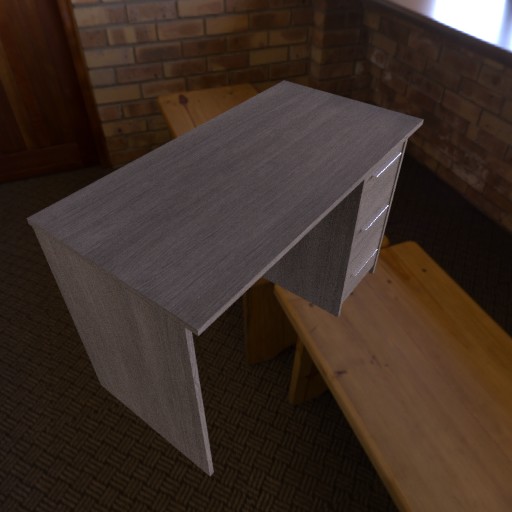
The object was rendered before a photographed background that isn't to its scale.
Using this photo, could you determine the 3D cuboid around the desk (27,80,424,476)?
[{"bbox_3d":[0.000,0.000,1.516,0.560,0.735,1.097,27,49,27],"label":"desk"}]
